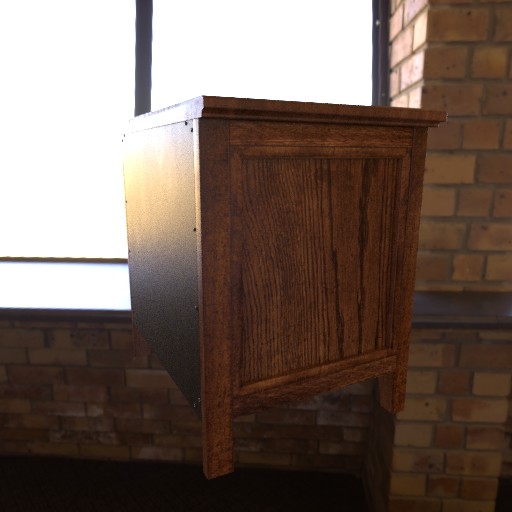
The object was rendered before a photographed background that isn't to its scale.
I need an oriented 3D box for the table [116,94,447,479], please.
[{"bbox_3d":[0.000,0.000,0.995,0.461,0.597,0.586,-7,14,-27],"label":"table"}]
